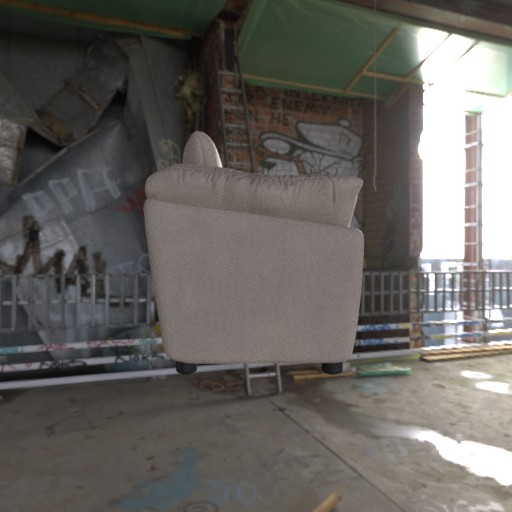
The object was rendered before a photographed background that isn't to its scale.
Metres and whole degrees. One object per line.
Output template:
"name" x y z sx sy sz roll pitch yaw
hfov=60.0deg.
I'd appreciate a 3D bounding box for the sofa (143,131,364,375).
"sofa" 0.000 0.000 2.831 0.878 0.996 2.334 0 0 0
